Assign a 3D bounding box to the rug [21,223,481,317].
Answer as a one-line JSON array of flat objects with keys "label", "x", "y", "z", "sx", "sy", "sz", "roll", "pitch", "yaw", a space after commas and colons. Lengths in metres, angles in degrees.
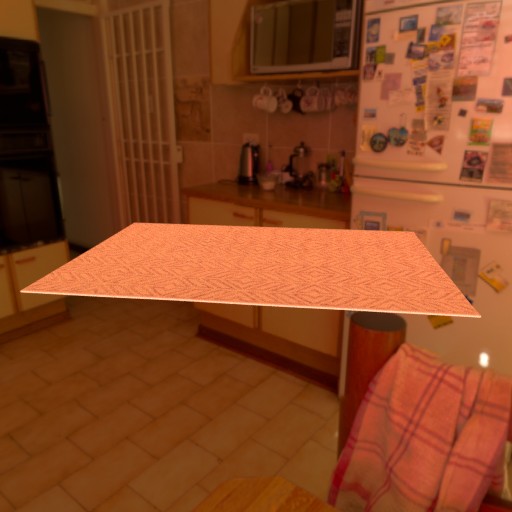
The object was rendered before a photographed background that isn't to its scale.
[{"label": "rug", "x": 0.000, "y": 0.000, "z": 2.314, "sx": 1.828, "sy": 0.007, "sz": 1.220, "roll": 2, "pitch": 18, "yaw": 7}]
